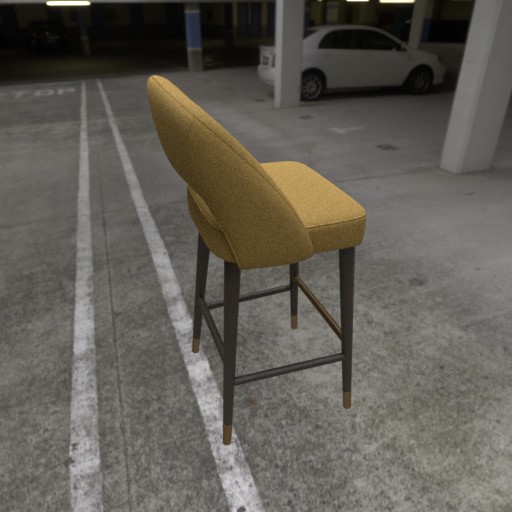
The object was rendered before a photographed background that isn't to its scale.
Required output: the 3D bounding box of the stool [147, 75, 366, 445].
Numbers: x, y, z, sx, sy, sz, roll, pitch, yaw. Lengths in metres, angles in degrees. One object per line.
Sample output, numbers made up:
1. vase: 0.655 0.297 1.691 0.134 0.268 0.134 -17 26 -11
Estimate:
1. stool: 0.000 0.000 1.342 0.522 1.032 0.536 -10 32 -17
